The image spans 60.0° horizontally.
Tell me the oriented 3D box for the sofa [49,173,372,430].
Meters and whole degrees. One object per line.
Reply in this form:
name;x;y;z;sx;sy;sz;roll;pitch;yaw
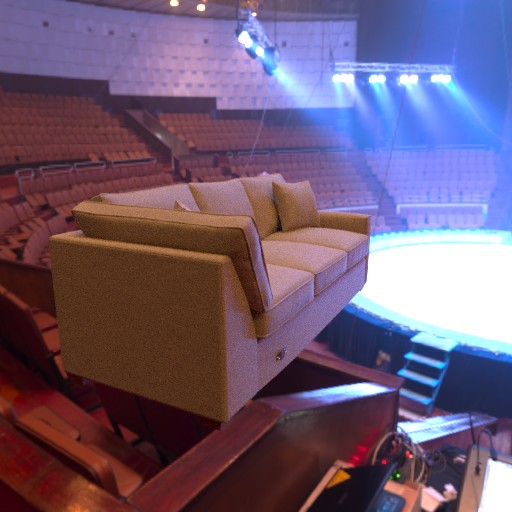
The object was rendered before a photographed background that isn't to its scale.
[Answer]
sofa;0.000;0.000;2.927;1.061;0.962;2.317;7;15;27
